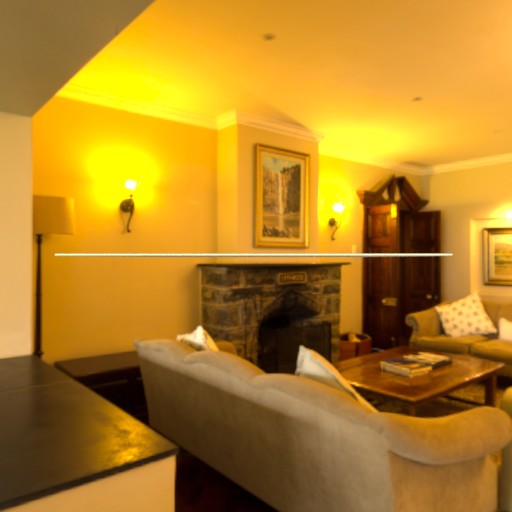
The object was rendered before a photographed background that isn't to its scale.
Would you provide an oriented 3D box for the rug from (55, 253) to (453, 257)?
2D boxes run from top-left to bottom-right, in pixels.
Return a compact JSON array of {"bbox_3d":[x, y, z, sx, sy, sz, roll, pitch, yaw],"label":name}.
[{"bbox_3d":[0.000,0.000,4.075,2.353,0.014,2.945,0,0,1],"label":"rug"}]
